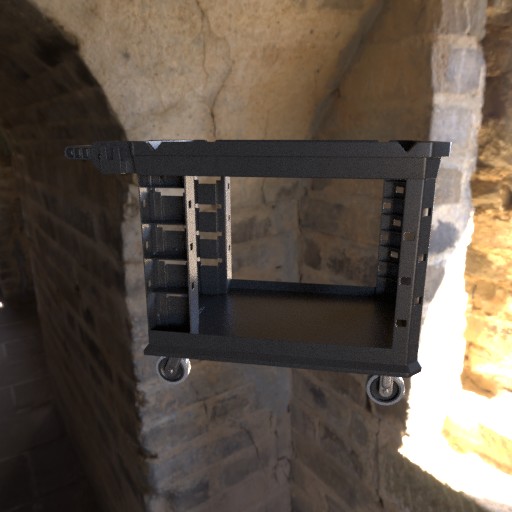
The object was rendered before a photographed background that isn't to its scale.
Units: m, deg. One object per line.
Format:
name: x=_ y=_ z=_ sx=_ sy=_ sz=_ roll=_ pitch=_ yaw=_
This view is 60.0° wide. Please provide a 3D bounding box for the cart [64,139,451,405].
cart: x=0.000 y=0.000 z=1.754 sx=1.239 sy=0.884 sz=0.674 roll=3 pitch=15 yaw=10
